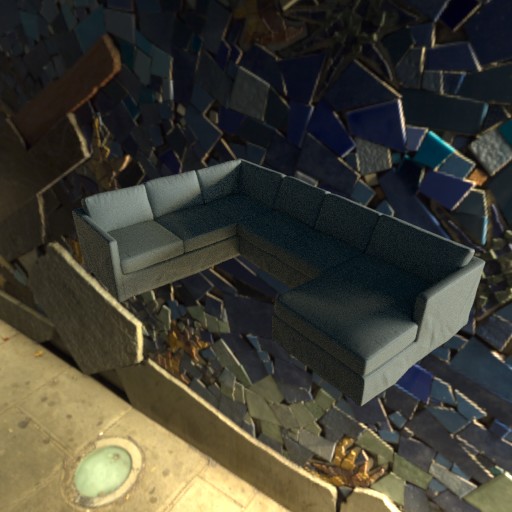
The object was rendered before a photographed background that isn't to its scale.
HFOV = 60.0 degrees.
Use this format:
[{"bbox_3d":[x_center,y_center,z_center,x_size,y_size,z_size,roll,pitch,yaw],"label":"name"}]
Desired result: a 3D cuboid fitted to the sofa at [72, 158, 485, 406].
[{"bbox_3d":[0.000,0.000,4.479,2.427,0.882,3.460,-22,37,-33],"label":"sofa"}]
